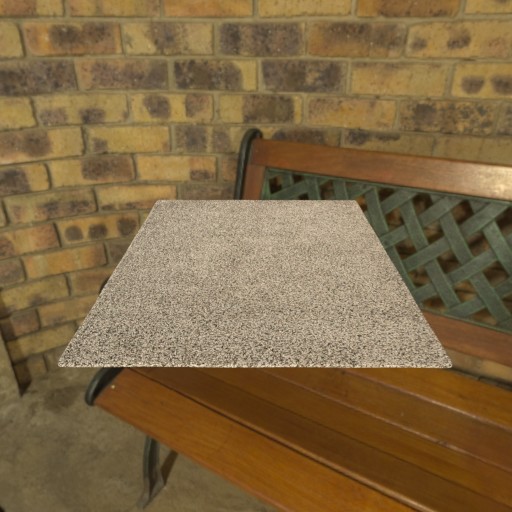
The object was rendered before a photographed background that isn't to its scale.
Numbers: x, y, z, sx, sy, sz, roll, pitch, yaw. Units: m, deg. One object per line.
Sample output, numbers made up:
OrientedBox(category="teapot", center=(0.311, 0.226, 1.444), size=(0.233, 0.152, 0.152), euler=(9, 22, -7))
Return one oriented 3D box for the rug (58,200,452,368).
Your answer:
OrientedBox(category="rug", center=(0.000, 0.000, 4.077), size=(2.438, 0.029, 3.047), euler=(0, 26, 0))
